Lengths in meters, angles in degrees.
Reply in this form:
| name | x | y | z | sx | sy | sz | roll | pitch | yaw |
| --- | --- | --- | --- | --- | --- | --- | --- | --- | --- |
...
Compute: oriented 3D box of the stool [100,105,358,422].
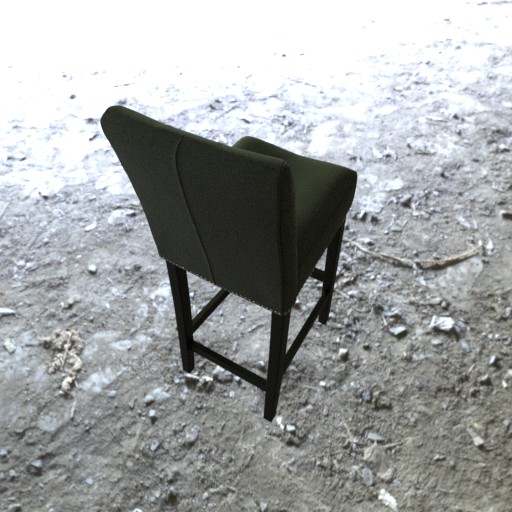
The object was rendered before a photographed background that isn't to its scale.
| name | x | y | z | sx | sy | sz | roll | pitch | yaw |
| --- | --- | --- | --- | --- | --- | --- | --- | --- | --- |
| stool | 0.000 | 0.000 | 1.301 | 0.411 | 1.047 | 0.548 | 24 | 51 | 21 |
